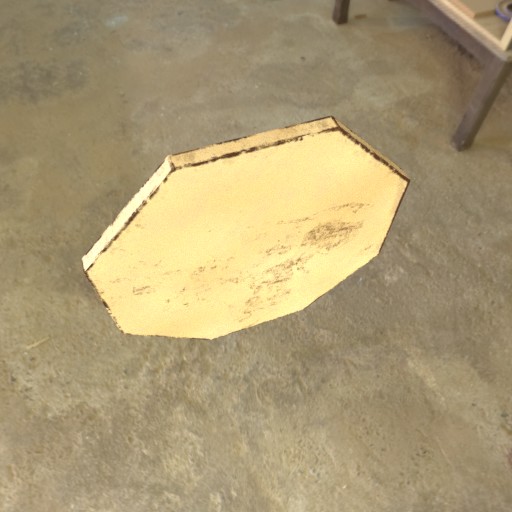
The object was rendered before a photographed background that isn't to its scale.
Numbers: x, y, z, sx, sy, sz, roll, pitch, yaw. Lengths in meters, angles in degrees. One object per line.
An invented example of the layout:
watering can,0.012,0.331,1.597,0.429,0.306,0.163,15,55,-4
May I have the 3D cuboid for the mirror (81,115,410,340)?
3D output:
mirror,0.000,0.000,0.950,0.648,0.648,0.031,-17,59,-10
